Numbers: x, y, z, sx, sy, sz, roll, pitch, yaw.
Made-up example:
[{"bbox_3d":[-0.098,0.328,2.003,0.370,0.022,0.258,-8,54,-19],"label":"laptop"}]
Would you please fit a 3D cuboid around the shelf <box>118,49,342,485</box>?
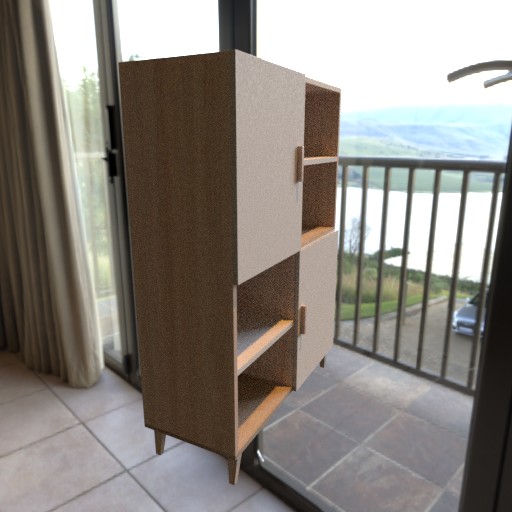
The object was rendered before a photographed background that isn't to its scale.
[{"bbox_3d":[0.000,0.000,1.862,0.434,1.405,0.995,8,16,27],"label":"shelf"}]
